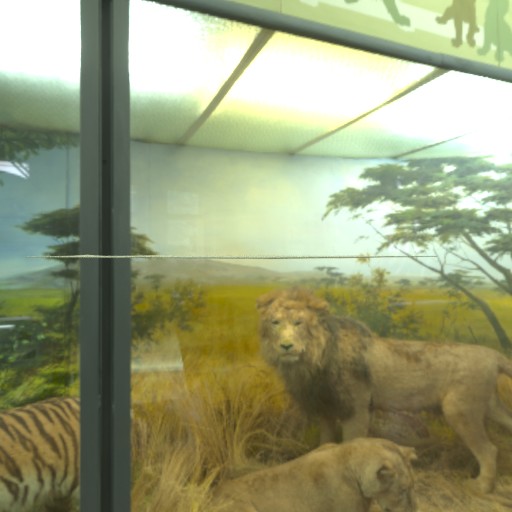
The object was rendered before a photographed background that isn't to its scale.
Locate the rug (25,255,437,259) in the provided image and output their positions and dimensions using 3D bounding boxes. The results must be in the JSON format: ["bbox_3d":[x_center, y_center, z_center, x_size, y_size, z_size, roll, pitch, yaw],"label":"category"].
[{"bbox_3d":[0.000,0.000,4.114,2.448,0.021,3.051,0,0,37],"label":"rug"}]
